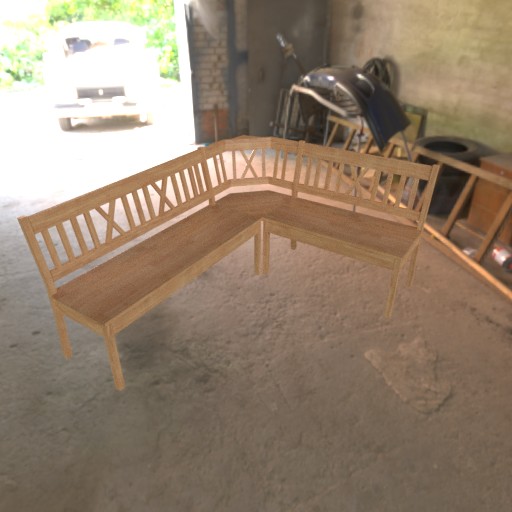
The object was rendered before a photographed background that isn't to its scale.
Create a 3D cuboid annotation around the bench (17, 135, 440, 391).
[{"bbox_3d":[0.000,0.000,2.738,1.537,0.902,1.937,19,36,28],"label":"bench"}]
